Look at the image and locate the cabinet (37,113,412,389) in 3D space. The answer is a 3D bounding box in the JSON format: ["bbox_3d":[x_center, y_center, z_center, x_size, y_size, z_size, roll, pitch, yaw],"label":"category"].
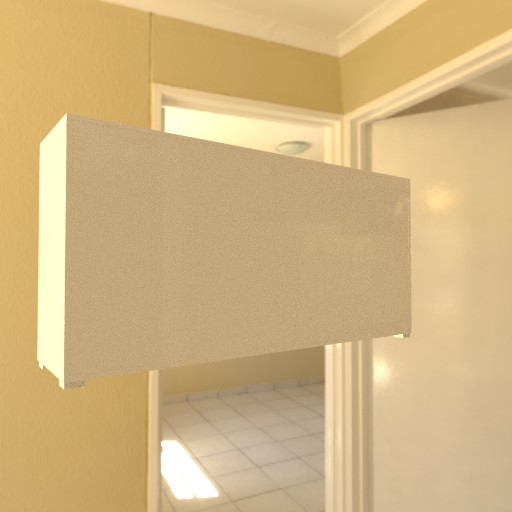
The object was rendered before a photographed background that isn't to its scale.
[{"bbox_3d":[0.000,0.000,1.924,1.650,0.800,0.400,1,-2,-36],"label":"cabinet"}]
